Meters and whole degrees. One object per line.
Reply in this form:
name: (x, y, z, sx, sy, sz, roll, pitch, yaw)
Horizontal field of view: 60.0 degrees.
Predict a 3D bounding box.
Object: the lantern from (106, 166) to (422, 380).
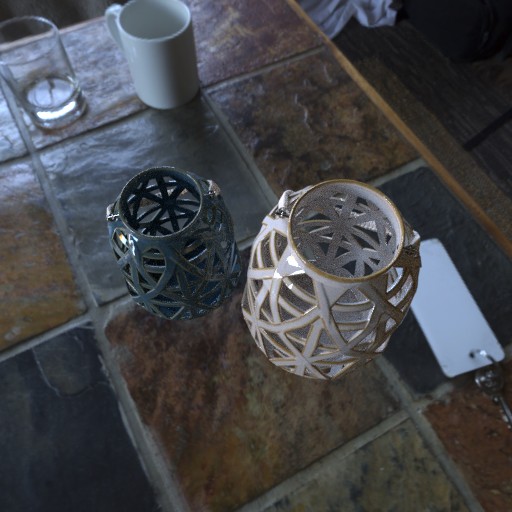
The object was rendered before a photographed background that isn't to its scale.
lantern: (0.000, 0.000, 0.629, 0.439, 0.307, 0.245, 16, 66, 8)
